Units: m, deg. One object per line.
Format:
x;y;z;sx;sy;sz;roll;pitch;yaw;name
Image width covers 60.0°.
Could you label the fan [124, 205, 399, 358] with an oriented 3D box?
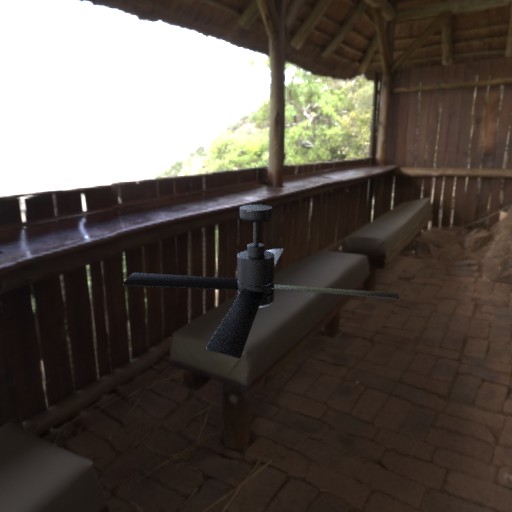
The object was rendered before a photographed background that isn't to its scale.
0.000;0.000;2.417;1.525;0.534;1.525;3;17;10;fan
